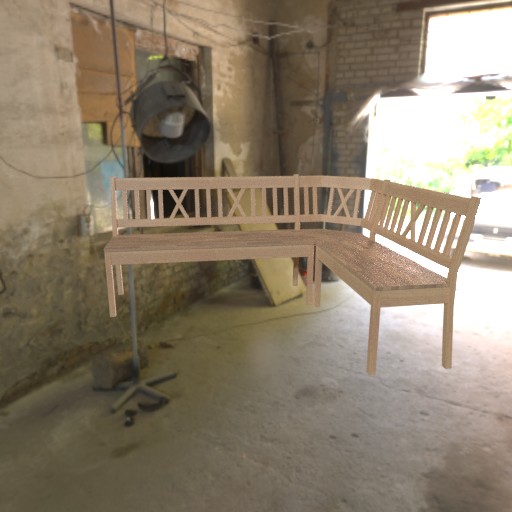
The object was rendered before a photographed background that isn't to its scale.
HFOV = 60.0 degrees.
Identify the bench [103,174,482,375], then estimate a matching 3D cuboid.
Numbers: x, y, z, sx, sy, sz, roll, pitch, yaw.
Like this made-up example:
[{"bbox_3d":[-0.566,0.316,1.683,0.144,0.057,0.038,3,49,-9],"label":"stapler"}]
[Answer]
[{"bbox_3d":[0.000,0.000,2.812,1.937,0.902,1.537,-2,15,-9],"label":"bench"}]
